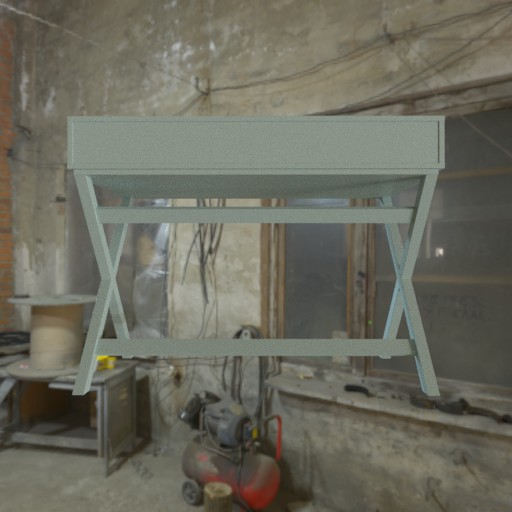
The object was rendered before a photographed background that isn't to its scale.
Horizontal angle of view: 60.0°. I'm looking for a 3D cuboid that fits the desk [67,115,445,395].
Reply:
[{"bbox_3d":[0.000,0.000,1.489,1.059,0.780,0.509,0,0,1],"label":"desk"}]
